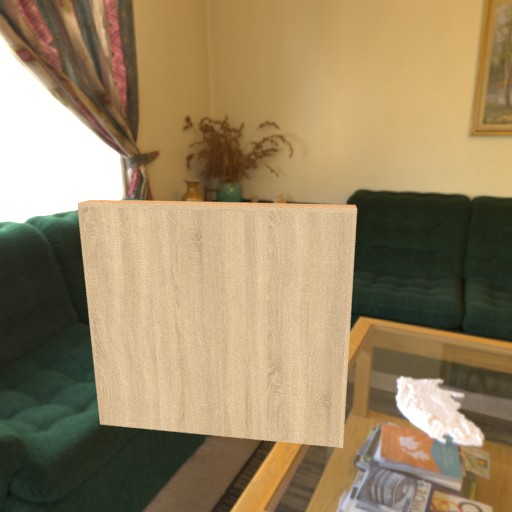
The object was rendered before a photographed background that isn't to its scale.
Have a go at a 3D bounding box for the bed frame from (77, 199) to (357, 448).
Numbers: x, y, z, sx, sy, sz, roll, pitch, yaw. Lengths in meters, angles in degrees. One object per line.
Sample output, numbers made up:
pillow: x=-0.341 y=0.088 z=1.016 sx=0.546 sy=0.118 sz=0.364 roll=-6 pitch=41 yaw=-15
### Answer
bed frame: x=0.000 y=0.000 z=2.671 sx=0.990 sy=0.920 sz=2.140 roll=2 pitch=15 yaw=8
